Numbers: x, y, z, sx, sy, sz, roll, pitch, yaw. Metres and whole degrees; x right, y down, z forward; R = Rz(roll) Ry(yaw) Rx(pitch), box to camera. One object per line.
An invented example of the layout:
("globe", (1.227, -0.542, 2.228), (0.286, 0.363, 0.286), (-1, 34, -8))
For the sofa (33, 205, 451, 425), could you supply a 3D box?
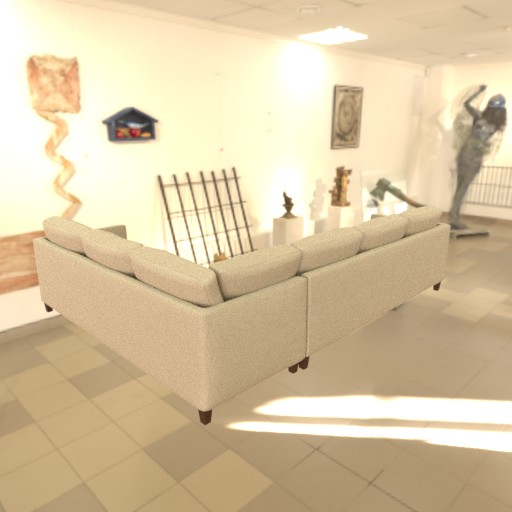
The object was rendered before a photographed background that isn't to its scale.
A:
("sofa", (0.000, 0.000, 4.380), (2.522, 0.934, 3.333), (15, 22, 43))
